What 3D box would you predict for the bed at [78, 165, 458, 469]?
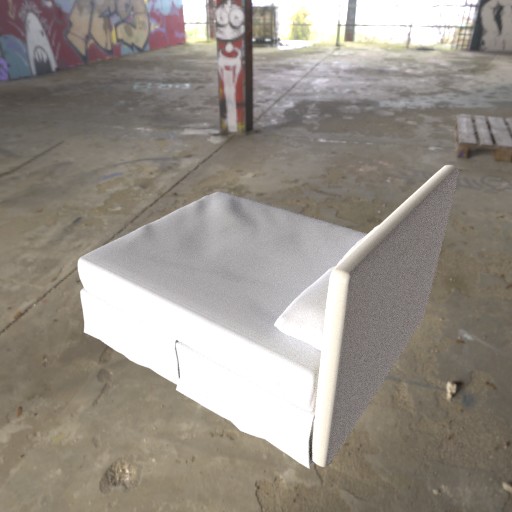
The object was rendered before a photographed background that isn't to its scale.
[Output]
[{"bbox_3d":[0.000,0.000,3.187,2.142,1.330,1.713,20,36,30],"label":"bed"}]
